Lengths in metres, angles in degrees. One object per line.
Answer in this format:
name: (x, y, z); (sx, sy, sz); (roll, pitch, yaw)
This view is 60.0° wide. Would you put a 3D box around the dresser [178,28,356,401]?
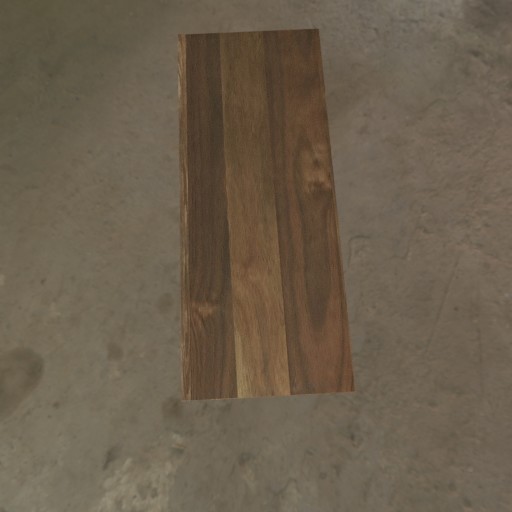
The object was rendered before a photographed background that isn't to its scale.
dresser: (0.000, 0.000, 1.894); (0.442, 1.393, 1.062); (-3, 76, -1)
